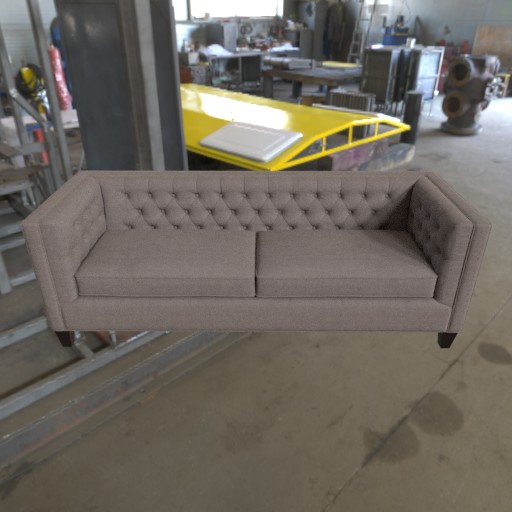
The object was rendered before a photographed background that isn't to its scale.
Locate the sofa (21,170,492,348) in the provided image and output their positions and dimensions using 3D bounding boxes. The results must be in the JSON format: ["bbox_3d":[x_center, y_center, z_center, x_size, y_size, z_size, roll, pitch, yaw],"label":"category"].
[{"bbox_3d":[0.000,0.000,2.531,2.159,0.762,0.775,0,29,0],"label":"sofa"}]
